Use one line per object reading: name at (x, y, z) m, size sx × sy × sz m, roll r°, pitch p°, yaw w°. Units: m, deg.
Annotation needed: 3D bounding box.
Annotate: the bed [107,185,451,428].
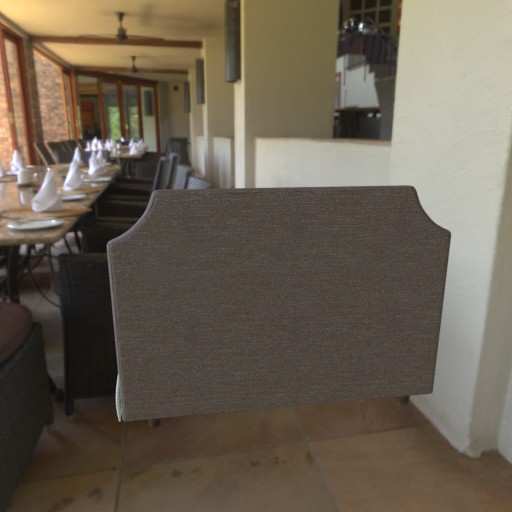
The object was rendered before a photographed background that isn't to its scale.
bed at (0.000, 0.000, 4.201) m, size 2.350 × 1.590 × 2.773 m, roll -2°, pitch 15°, yaw -8°
